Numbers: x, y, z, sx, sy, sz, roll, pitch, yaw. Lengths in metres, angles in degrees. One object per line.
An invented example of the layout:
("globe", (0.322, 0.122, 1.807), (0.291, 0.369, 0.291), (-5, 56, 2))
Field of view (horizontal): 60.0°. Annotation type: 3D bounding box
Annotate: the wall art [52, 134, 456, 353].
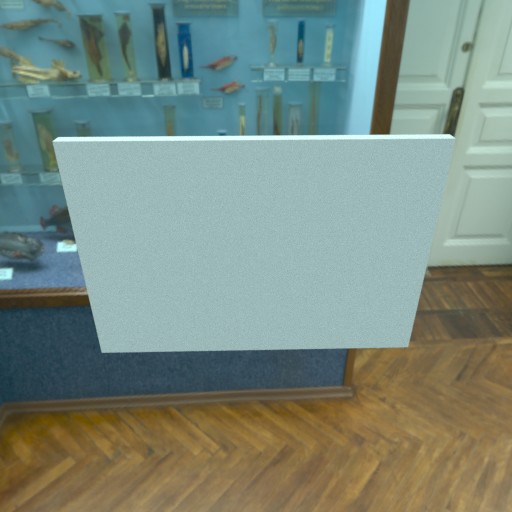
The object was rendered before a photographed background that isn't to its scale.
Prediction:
("wall art", (0.000, 0.000, 1.686), (1.308, 0.902, 0.051), (-1, 30, -1))
